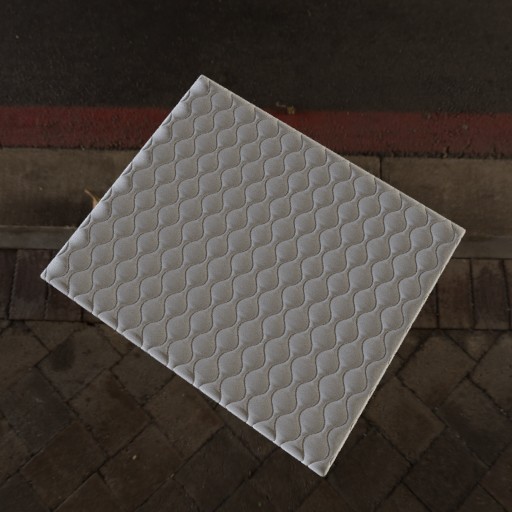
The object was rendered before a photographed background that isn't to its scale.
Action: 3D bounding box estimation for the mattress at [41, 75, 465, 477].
[{"bbox_3d":[0.000,0.000,2.618,1.900,0.200,1.600,33,78,8],"label":"mattress"}]
